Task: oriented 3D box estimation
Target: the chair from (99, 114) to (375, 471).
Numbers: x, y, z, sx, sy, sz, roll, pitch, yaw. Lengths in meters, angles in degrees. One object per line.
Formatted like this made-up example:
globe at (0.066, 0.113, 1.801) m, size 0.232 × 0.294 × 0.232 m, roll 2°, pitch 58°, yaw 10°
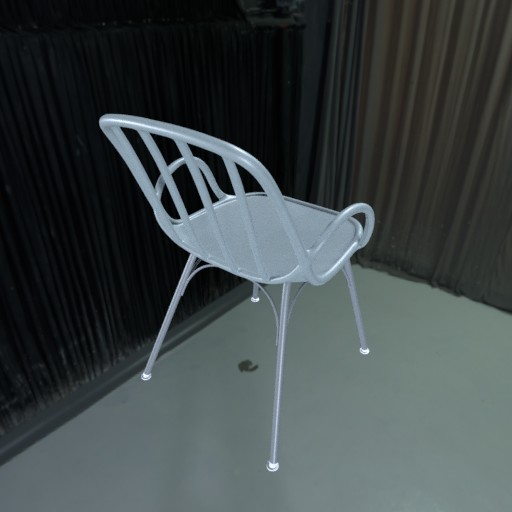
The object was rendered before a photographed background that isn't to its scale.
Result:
chair at (0.000, 0.000, 1.183) m, size 0.549 × 0.816 × 0.597 m, roll 22°, pitch 37°, yaw 33°
